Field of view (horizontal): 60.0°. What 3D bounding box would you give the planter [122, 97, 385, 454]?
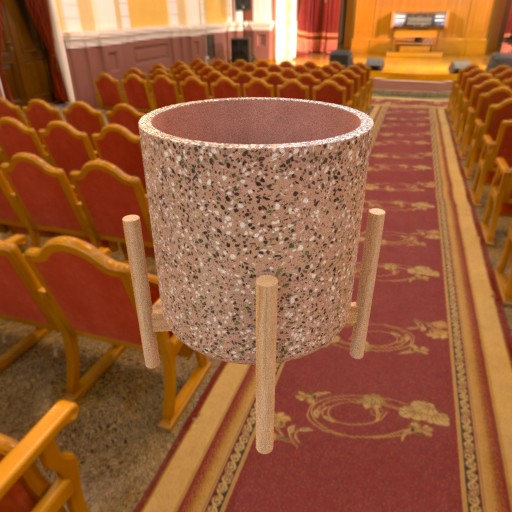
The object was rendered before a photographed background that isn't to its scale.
[{"bbox_3d":[0.000,0.000,0.686,0.360,0.419,0.360,9,30,16],"label":"planter"}]
